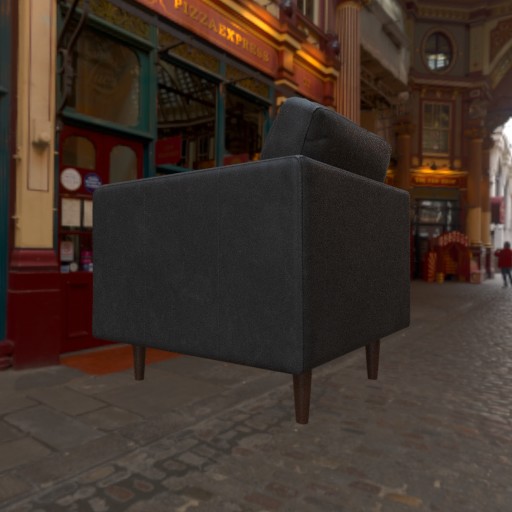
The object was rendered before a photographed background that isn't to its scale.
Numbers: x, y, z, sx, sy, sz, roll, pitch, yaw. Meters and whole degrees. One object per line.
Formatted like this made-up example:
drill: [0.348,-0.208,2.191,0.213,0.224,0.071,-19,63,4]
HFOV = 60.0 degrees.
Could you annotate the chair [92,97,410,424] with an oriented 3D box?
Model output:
chair: [0.000,0.000,1.612,0.879,0.898,0.831,1,1,36]
